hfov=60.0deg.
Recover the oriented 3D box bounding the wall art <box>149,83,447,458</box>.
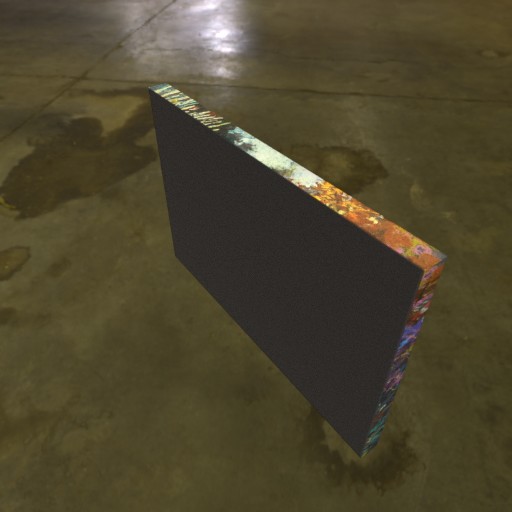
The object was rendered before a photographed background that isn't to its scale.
[{"bbox_3d":[0.000,0.000,0.764,0.037,0.406,0.610,-26,47,-27],"label":"wall art"}]
